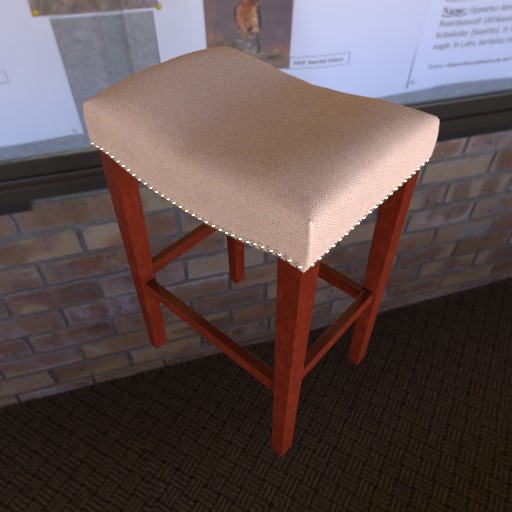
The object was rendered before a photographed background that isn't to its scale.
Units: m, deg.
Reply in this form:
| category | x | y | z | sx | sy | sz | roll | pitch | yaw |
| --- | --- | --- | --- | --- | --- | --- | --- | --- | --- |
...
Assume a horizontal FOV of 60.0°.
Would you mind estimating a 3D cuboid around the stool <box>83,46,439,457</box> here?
| category | x | y | z | sx | sy | sz | roll | pitch | yaw |
| --- | --- | --- | --- | --- | --- | --- | --- | --- | --- |
| stool | 0.000 | 0.000 | 0.983 | 0.504 | 0.742 | 0.372 | 32 | 53 | 28 |
